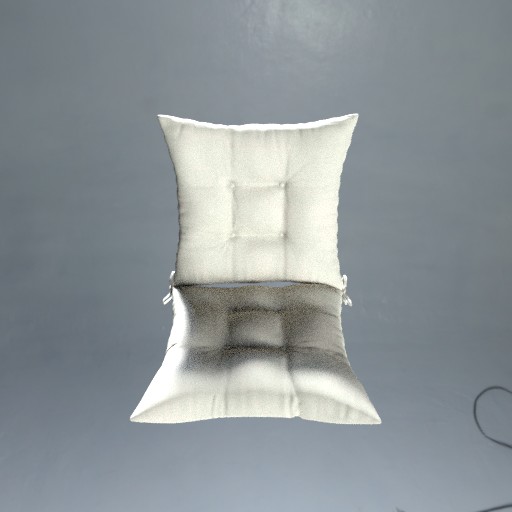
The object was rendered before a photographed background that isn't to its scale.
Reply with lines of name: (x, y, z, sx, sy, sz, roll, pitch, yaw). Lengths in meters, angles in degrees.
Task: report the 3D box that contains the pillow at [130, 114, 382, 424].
pillow: (0.000, 0.000, 1.025, 0.541, 0.536, 0.585, 0, 30, 1)
